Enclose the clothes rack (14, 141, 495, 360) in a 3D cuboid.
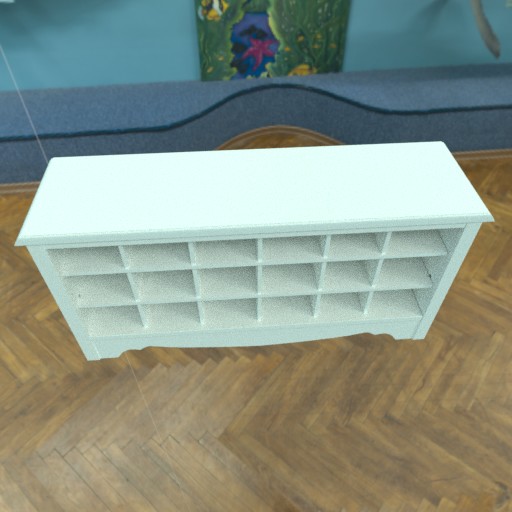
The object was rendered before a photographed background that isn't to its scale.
[{"bbox_3d":[0.000,0.000,1.325,1.120,0.531,0.324,-3,47,-3],"label":"clothes rack"}]
